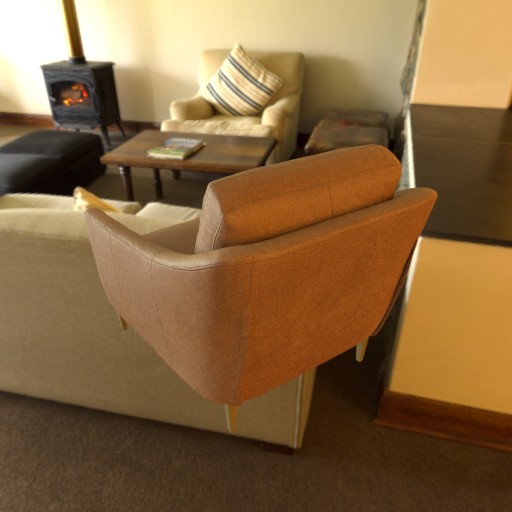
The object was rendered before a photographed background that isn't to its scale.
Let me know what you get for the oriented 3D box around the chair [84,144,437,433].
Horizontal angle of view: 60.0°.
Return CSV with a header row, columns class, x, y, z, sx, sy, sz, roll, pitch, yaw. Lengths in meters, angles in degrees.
class,x,y,z,sx,sy,sz,roll,pitch,yaw
chair,0.000,0.000,1.672,0.988,0.895,0.963,-19,36,-28
